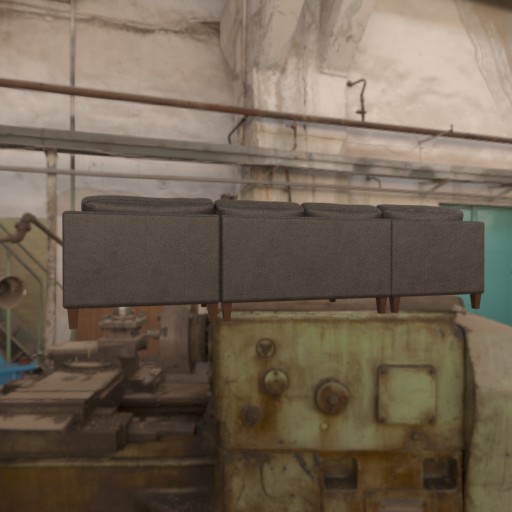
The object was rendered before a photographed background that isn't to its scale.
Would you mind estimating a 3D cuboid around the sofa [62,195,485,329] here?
[{"bbox_3d":[0.000,0.000,4.428,3.324,0.891,2.452,0,1,-18],"label":"sofa"}]
